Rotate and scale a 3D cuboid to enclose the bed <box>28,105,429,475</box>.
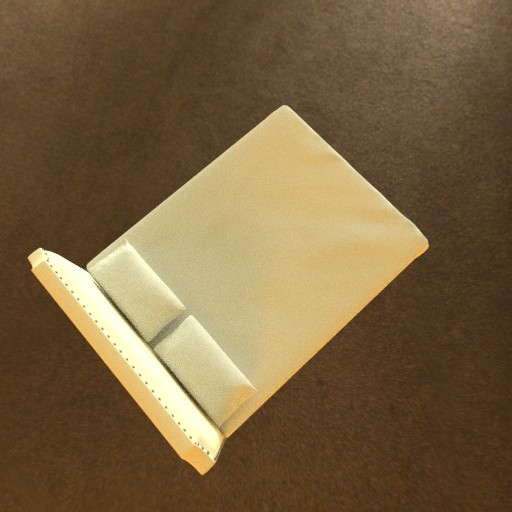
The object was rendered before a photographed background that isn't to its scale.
[{"bbox_3d":[0.000,0.000,3.363,2.329,1.415,1.703,-41,79,-10],"label":"bed"}]
